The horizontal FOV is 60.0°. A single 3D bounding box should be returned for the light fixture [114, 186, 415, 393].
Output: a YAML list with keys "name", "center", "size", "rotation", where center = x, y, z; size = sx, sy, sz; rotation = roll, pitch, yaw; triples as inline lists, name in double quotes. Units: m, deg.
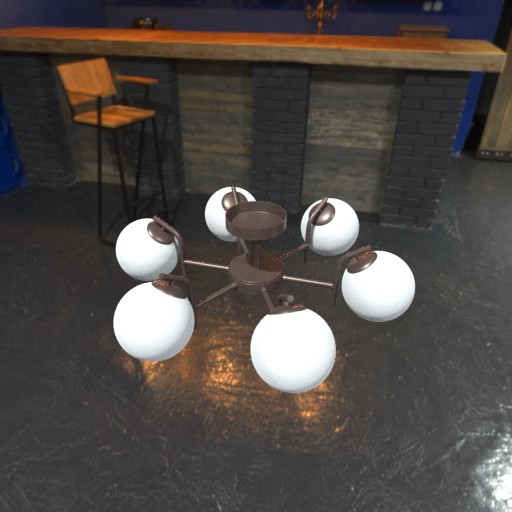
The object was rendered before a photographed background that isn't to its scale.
- name: "light fixture"
  center: [0.000, 0.000, 0.953]
  size: [0.662, 0.201, 0.662]
  rotation: [0, 32, 0]
